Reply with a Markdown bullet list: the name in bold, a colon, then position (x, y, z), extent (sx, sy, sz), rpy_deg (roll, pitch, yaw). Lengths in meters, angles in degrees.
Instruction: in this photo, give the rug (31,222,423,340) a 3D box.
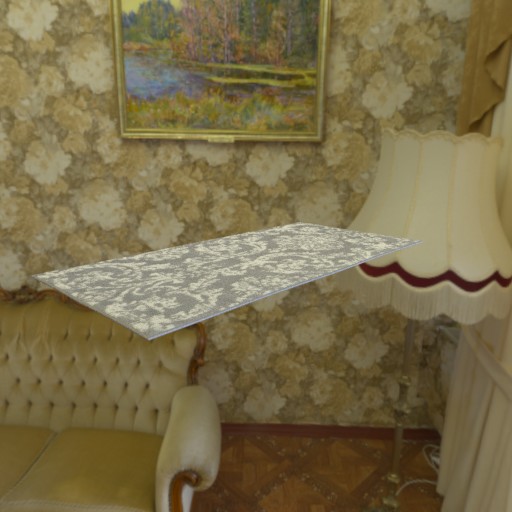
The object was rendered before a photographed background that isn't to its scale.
- **rug**: position (0.000, 0.000, 1.479), extent (0.604, 0.007, 1.219), rpy_deg (14, 20, 42)
